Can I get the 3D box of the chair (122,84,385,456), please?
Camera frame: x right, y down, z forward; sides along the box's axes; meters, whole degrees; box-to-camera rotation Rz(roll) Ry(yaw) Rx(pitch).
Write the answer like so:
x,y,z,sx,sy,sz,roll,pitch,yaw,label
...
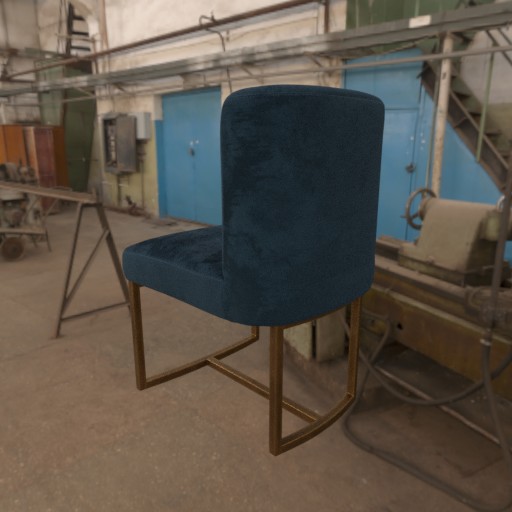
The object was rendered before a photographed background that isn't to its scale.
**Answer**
x,y,z,sx,sy,sz,roll,pitch,yaw,label
0.000,0.000,1.206,0.530,0.824,0.560,-14,20,-42,chair
